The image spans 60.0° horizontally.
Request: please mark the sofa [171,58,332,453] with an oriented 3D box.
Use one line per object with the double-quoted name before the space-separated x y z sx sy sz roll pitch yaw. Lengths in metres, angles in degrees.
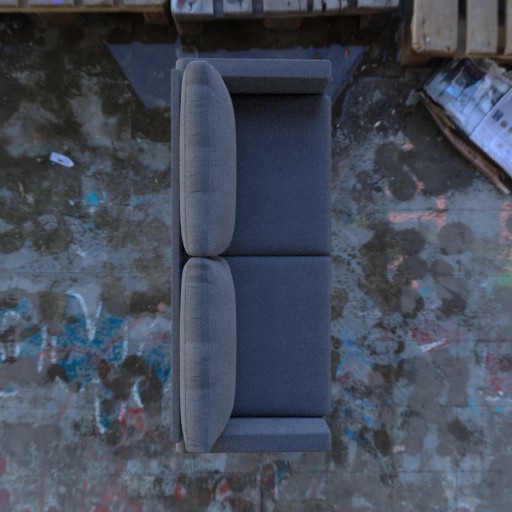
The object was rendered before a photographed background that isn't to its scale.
"sofa" 0.000 0.000 2.545 0.880 0.880 2.100 0 90 -2
